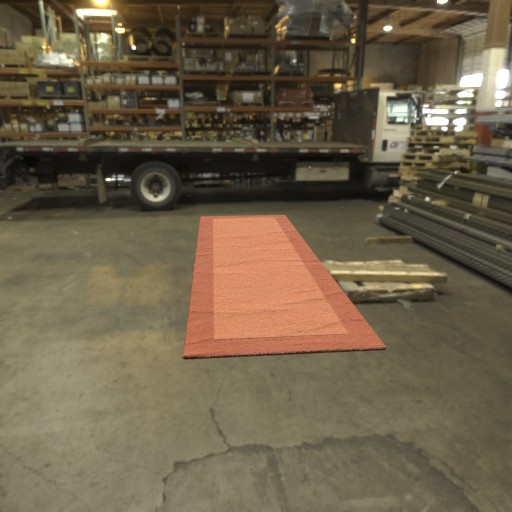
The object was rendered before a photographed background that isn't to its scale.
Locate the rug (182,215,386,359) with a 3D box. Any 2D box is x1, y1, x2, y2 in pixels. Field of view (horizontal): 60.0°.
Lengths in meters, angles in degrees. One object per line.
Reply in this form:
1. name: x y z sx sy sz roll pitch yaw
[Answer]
1. rug: 0.000 0.000 2.775 0.914 0.013 2.471 -3 17 -9
